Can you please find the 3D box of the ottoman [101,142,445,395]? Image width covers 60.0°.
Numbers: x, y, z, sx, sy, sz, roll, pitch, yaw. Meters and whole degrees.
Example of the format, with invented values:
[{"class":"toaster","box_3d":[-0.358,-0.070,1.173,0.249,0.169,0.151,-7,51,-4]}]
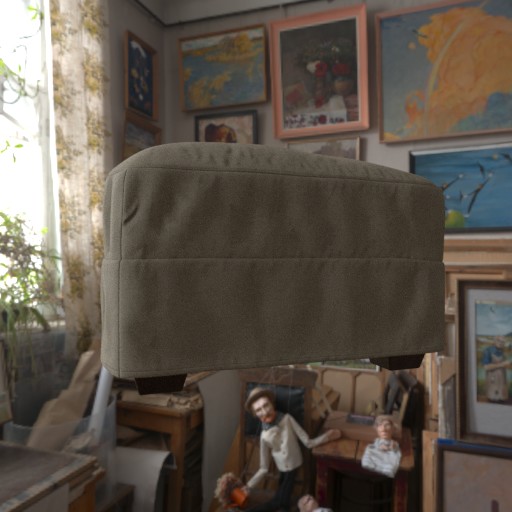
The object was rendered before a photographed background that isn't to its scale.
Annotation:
[{"class":"ottoman","box_3d":[0.000,0.000,1.074,0.712,0.480,0.584,0,0,-19]}]
